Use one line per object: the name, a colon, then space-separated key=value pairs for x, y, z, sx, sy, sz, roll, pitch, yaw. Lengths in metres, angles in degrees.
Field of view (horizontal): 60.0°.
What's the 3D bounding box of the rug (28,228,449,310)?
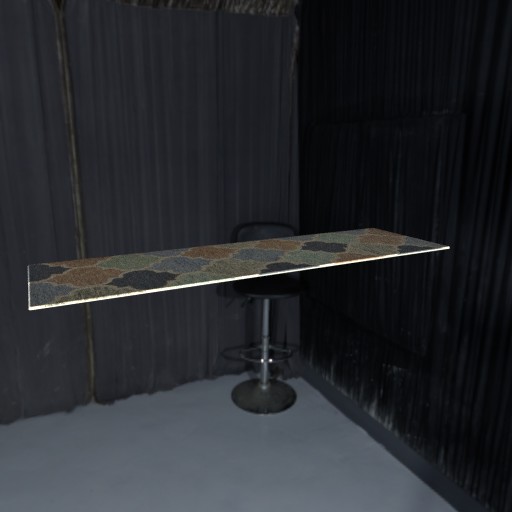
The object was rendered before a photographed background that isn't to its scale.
rug: x=0.000 y=0.000 z=2.487 sx=2.287 sy=0.011 sz=0.687 roll=-7 pitch=16 yaw=-26
